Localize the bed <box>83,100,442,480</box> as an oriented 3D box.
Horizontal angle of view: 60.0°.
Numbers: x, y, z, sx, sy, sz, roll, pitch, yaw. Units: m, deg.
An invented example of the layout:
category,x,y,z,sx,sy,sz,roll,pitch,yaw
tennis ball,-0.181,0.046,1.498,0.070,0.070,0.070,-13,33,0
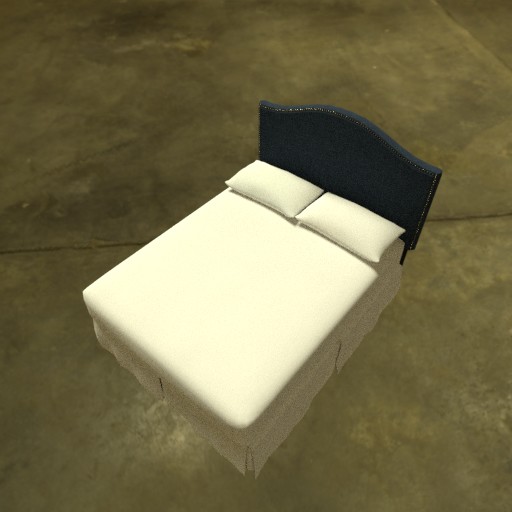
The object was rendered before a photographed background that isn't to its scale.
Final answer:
category,x,y,z,sx,sy,sz,roll,pitch,yaw
bed,0.000,0.000,3.318,1.713,1.518,2.153,31,53,26
